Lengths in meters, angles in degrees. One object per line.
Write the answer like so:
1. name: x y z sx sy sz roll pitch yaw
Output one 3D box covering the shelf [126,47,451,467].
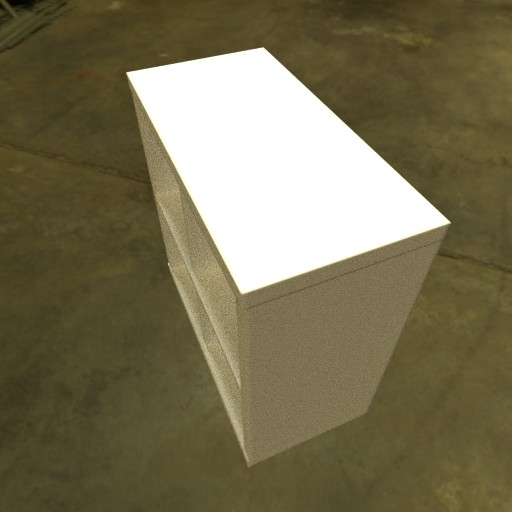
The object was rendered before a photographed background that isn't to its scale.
1. shelf: 0.000 0.000 1.246 0.390 0.786 0.790 -18 50 -16
